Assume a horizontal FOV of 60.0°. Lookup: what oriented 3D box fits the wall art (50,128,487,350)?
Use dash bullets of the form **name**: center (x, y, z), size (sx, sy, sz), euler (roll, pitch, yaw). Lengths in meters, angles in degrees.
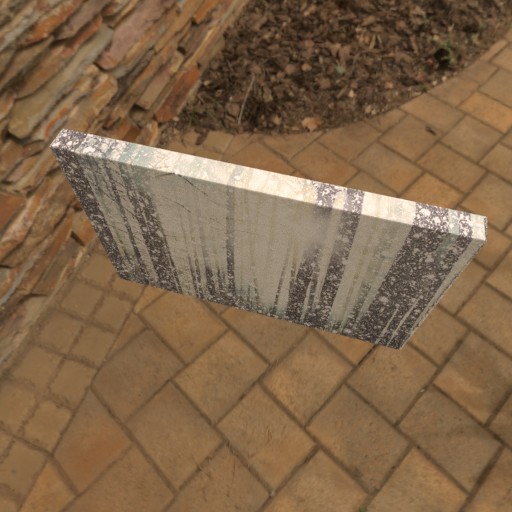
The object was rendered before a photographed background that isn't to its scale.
- **wall art**: center (0.000, 0.000, 0.781), size (0.618, 0.398, 0.042), euler (14, 59, 8)
